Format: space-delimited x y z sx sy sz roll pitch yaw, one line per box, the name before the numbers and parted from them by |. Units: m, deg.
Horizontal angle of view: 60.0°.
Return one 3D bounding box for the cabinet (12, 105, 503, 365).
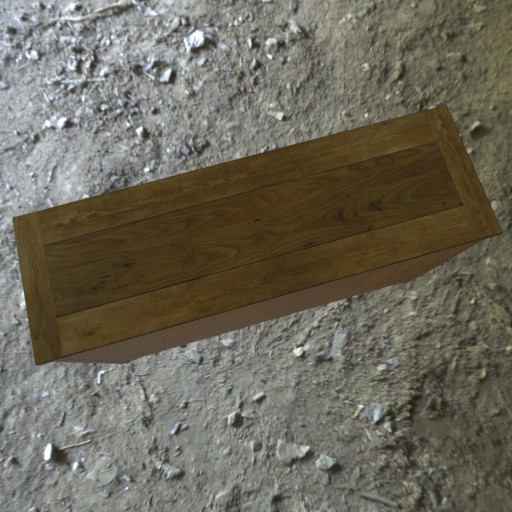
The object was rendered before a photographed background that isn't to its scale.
cabinet | 0.000 0.000 1.790 1.474 0.813 0.480 -15 76 -4
